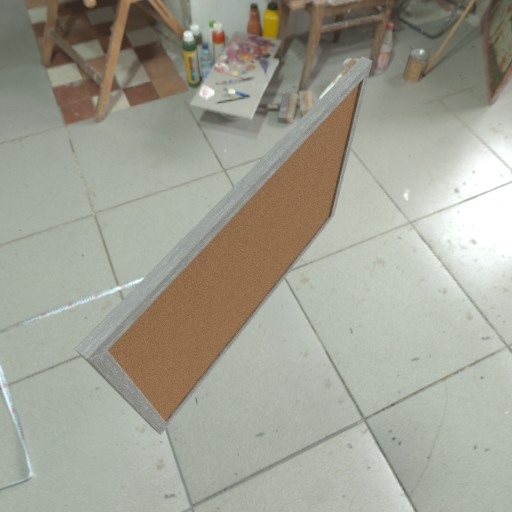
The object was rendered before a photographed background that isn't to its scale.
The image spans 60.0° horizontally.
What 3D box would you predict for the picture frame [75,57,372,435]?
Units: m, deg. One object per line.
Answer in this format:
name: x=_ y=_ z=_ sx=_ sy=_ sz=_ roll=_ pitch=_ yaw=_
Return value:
picture frame: x=0.000 y=0.000 z=1.181 sx=0.029 sy=0.640 sz=0.950 roll=32 pitch=63 yaw=18
